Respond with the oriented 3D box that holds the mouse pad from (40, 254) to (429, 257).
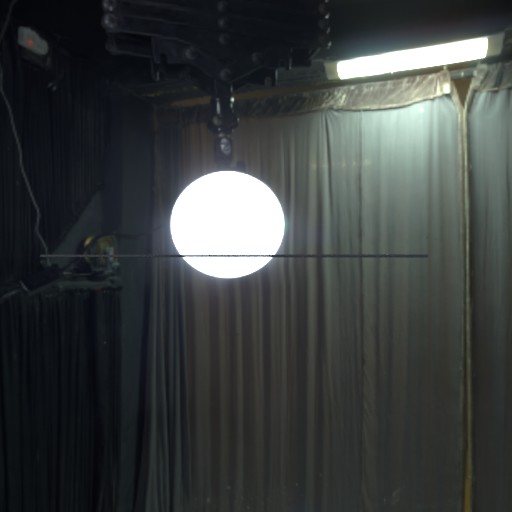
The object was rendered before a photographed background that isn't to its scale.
[{"bbox_3d":[0.000,0.000,0.450,0.315,0.002,0.269,0,0,18],"label":"mouse pad"}]
